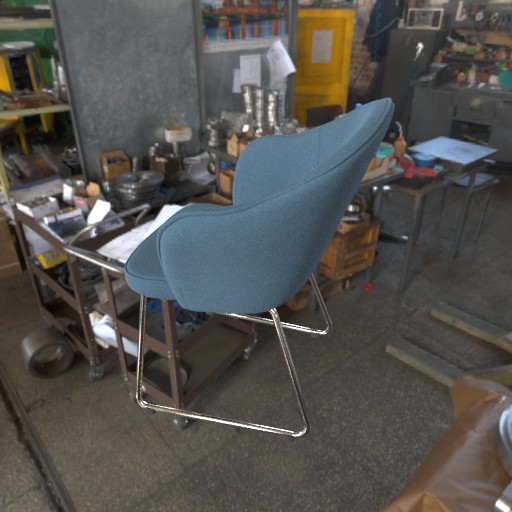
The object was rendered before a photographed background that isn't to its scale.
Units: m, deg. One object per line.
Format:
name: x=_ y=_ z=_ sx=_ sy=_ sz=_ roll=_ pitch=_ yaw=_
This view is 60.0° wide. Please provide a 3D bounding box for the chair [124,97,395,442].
chair: x=0.000 y=0.000 z=1.168 sx=0.585 sy=0.815 sz=0.570 roll=8 pitch=31 yaw=14
